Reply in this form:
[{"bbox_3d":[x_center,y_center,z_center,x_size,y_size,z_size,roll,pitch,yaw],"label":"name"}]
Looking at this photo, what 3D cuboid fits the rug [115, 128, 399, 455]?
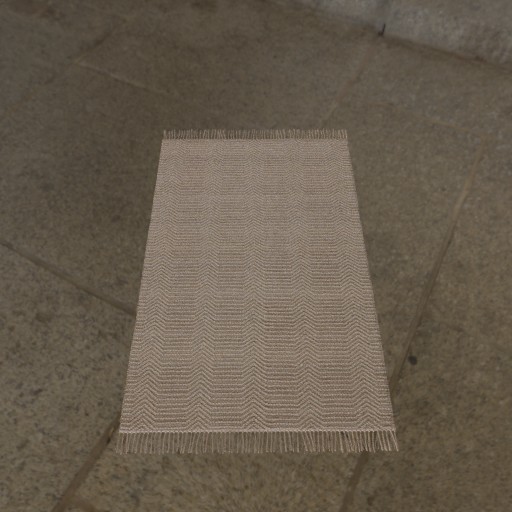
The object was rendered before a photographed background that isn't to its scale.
[{"bbox_3d":[0.000,0.000,3.048,1.528,0.034,2.523,0,58,0],"label":"rug"}]
